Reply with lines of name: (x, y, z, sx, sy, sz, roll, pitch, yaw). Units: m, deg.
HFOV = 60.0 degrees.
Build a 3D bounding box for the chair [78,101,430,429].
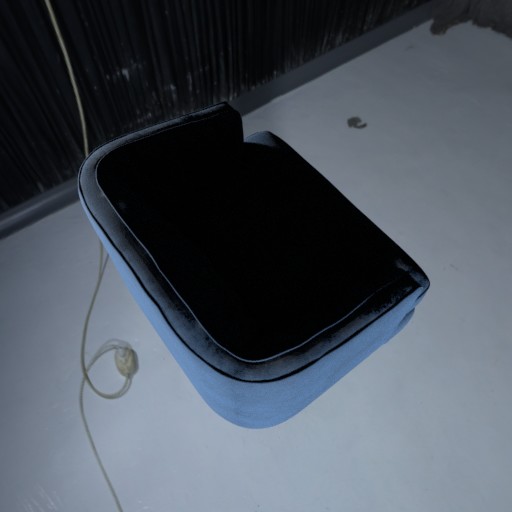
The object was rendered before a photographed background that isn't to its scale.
chair: (0.000, 0.000, 1.756, 0.940, 0.852, 1.094, -34, 65, -18)
